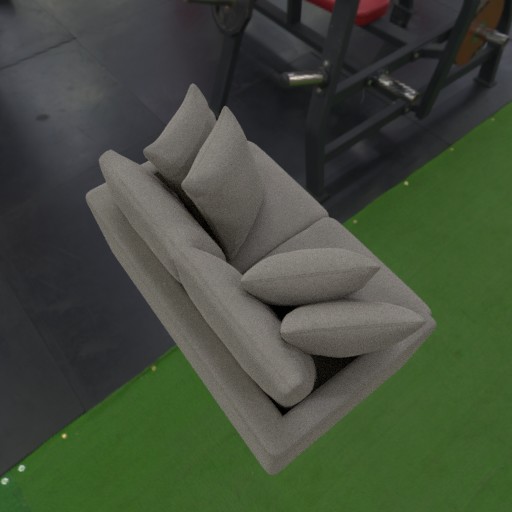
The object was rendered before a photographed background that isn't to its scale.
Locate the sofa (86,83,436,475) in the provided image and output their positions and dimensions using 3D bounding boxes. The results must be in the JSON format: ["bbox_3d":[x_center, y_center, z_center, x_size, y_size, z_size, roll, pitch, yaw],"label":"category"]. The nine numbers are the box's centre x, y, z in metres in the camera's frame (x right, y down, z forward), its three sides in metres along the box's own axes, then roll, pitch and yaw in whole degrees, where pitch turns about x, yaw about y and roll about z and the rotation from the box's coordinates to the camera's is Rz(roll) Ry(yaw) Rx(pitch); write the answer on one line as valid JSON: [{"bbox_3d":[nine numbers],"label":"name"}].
[{"bbox_3d":[0.000,0.000,2.563,1.228,1.080,1.869,-33,63,-19],"label":"sofa"}]
